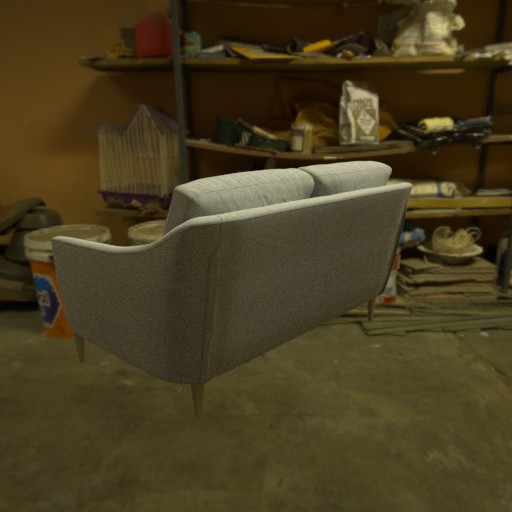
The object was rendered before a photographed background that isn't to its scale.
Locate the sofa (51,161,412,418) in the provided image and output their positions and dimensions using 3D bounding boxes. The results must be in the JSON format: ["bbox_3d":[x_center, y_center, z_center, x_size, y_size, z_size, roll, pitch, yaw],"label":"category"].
[{"bbox_3d":[0.000,0.000,2.205,0.960,0.904,1.619,15,22,42],"label":"sofa"}]
